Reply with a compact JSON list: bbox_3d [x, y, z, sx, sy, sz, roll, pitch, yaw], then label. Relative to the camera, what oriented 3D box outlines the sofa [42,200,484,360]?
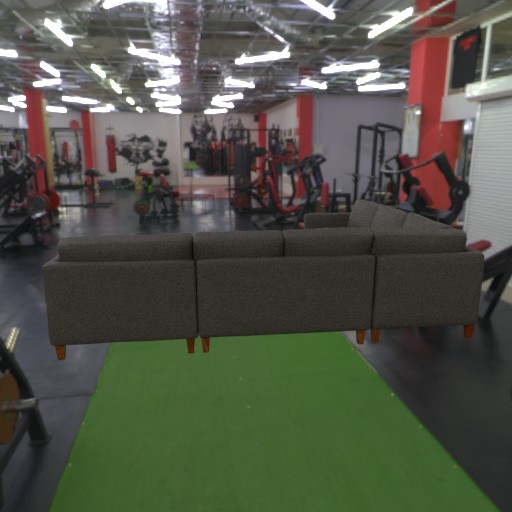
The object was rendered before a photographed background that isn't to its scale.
[{"bbox_3d":[0.000,0.000,4.655,3.460,0.961,2.594,-2,13,-7],"label":"sofa"}]
